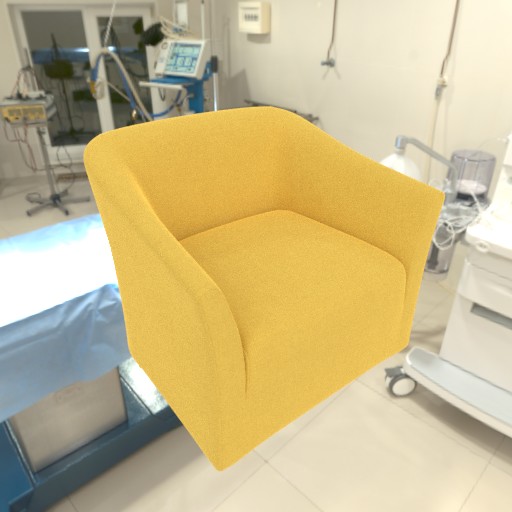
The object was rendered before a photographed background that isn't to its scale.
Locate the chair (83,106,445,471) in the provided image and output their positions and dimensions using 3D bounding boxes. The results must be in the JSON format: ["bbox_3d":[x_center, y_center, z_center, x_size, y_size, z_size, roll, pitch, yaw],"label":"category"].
[{"bbox_3d":[0.000,0.000,1.332,0.790,0.720,0.700,-21,36,-32],"label":"chair"}]
